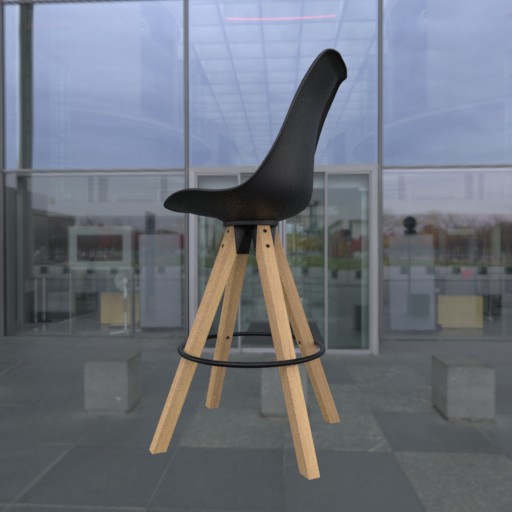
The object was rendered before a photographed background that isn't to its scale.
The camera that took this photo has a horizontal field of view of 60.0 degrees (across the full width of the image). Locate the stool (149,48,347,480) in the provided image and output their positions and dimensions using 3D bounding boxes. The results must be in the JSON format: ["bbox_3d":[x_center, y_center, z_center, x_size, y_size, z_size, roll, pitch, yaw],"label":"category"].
[{"bbox_3d":[0.000,0.000,1.370,0.550,1.115,0.485,0,1,18],"label":"stool"}]
